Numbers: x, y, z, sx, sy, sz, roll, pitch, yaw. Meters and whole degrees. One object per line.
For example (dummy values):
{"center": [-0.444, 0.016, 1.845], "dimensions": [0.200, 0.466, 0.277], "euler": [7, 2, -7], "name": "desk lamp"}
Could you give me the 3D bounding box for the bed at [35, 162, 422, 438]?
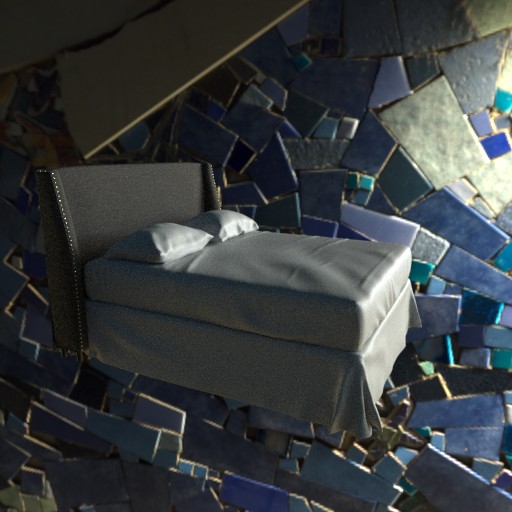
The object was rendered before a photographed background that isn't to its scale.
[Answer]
{"center": [0.000, 0.000, 3.325], "dimensions": [2.276, 1.332, 1.925], "euler": [7, 15, 26], "name": "bed"}
